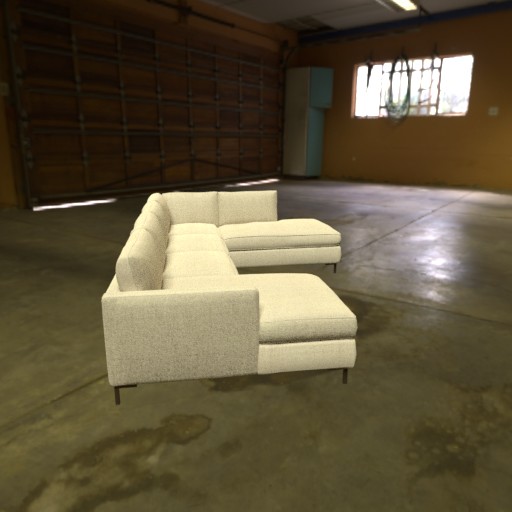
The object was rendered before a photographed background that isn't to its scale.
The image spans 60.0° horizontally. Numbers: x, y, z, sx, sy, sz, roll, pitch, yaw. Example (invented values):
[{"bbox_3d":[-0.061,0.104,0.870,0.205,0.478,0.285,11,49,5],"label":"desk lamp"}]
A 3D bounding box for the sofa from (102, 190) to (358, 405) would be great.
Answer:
[{"bbox_3d":[0.000,0.000,3.489,1.879,0.756,2.737,-2,15,-9],"label":"sofa"}]
